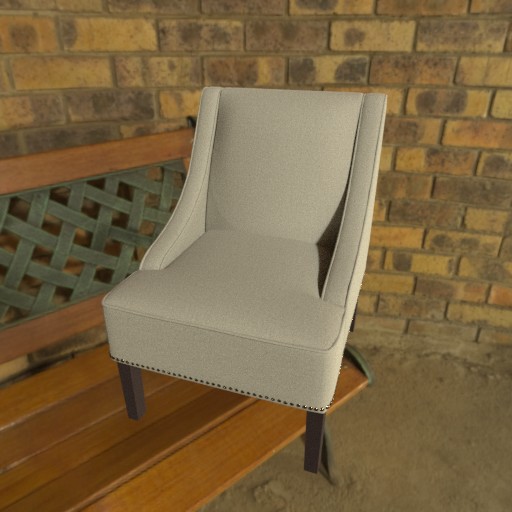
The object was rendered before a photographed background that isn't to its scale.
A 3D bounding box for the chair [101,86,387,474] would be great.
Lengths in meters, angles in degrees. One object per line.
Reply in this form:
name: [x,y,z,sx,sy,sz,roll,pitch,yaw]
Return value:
chair: [0.000,0.000,1.322,0.610,0.864,0.737,9,28,17]
